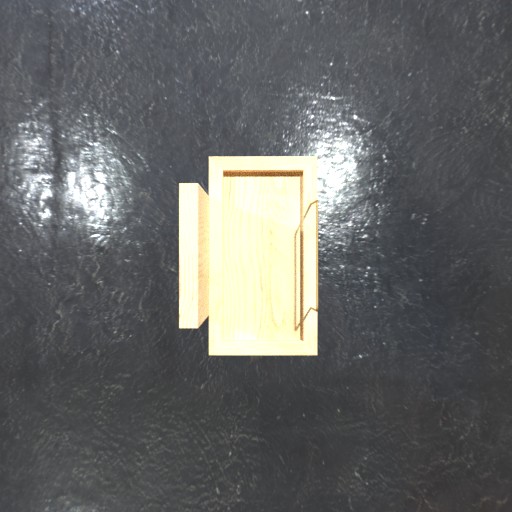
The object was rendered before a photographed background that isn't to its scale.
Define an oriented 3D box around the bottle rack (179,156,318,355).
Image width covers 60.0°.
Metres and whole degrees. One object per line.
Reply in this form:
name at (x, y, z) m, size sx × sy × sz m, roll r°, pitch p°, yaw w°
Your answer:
bottle rack at (0.000, 0.000, 1.077) m, size 0.206 × 0.943 × 0.330 m, roll 0°, pitch 90°, yaw 0°
